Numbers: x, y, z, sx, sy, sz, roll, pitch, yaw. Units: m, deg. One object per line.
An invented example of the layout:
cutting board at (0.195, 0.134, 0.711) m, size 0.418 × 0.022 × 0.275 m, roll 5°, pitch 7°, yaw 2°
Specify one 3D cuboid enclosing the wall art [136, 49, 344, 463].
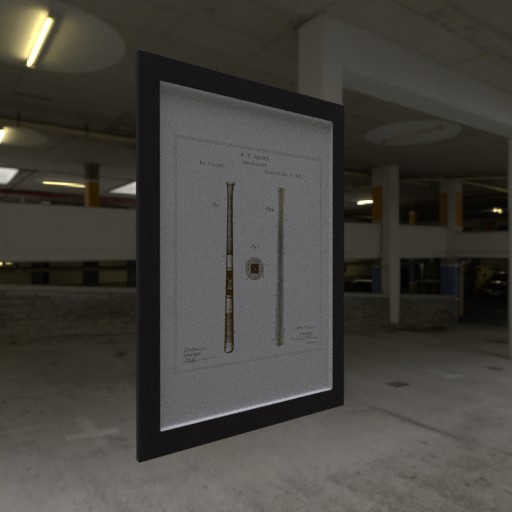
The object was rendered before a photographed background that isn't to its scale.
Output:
wall art at (0.000, 0.000, 0.678) m, size 0.374 × 0.529 × 0.012 m, roll 0°, pitch 0°, yaw -35°
